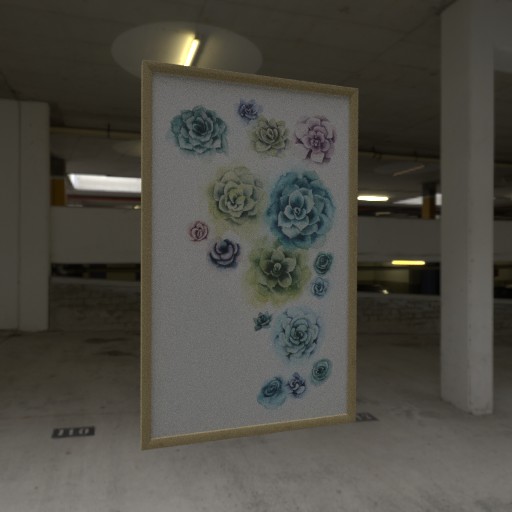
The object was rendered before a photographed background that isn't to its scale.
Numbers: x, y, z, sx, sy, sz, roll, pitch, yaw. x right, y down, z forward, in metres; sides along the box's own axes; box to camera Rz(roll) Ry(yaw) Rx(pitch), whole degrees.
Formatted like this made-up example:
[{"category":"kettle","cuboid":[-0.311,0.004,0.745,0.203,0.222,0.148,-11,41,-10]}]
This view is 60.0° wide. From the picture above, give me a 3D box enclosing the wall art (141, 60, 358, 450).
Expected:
[{"category":"wall art","cuboid":[0.000,0.000,1.012,0.510,0.810,0.039,0,0,-18]}]
